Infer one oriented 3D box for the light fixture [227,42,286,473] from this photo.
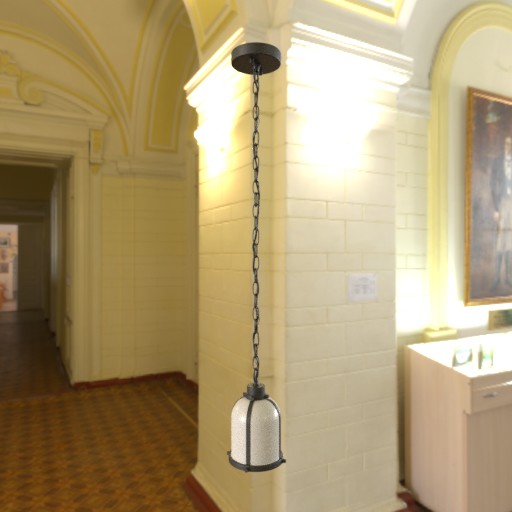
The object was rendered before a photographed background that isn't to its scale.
[{"bbox_3d":[0.000,0.000,1.293,0.178,1.181,0.178,0,0,18],"label":"light fixture"}]
